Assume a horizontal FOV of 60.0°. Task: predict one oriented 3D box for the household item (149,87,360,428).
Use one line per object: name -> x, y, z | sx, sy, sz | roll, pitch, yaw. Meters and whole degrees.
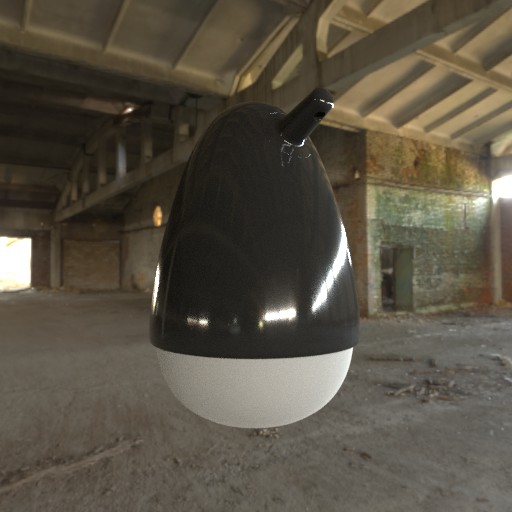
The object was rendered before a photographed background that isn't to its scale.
household item -> 0.000, 0.000, 0.220 | 0.102, 0.152, 0.104 | 1, -2, -34
